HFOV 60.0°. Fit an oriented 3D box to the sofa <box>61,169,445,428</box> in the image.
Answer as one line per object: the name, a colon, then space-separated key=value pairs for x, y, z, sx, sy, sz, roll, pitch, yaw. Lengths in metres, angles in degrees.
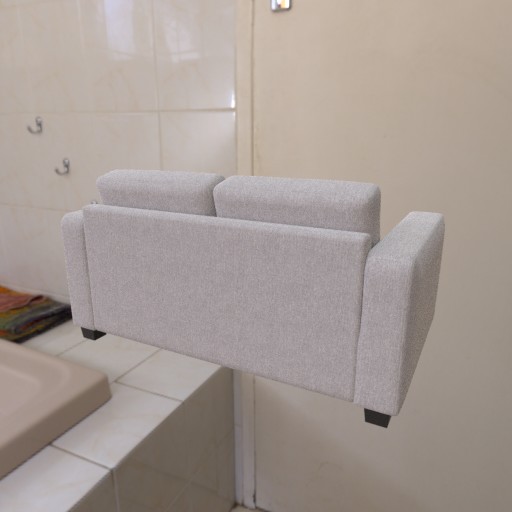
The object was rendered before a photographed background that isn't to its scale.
sofa: x=0.000 y=0.000 z=2.061 sx=1.540 sy=0.800 sz=0.900 roll=8 pitch=18 yaw=27
